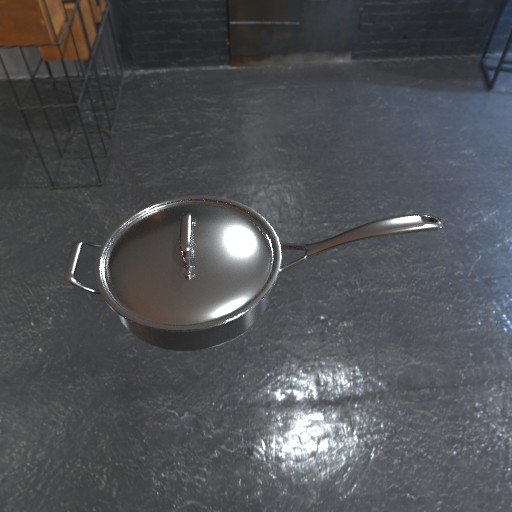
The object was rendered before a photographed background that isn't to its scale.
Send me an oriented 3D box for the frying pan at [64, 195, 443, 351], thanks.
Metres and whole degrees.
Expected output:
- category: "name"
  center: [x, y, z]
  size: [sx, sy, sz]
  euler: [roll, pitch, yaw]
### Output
- category: "frying pan"
  center: [0.000, 0.000, 0.605]
  size: [0.492, 0.111, 0.245]
  euler: [-3, 47, -3]
